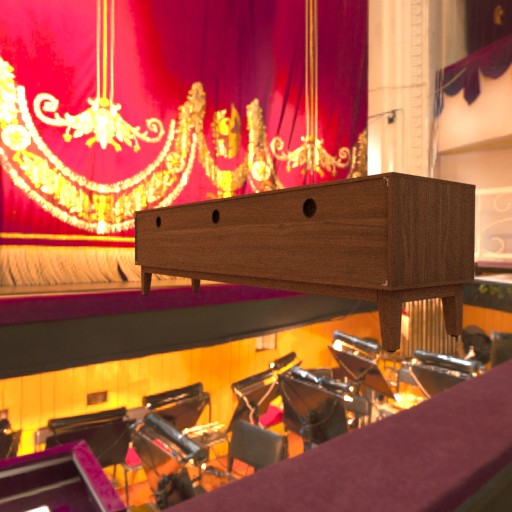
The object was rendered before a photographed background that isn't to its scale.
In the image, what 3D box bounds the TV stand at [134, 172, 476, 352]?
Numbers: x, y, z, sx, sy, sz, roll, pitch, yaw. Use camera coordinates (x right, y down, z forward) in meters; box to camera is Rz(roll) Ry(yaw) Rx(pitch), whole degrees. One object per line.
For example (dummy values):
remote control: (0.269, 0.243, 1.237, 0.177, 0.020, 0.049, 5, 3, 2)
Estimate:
TV stand: (0.000, 0.000, 1.681, 0.366, 0.409, 1.482, -1, 2, -37)
